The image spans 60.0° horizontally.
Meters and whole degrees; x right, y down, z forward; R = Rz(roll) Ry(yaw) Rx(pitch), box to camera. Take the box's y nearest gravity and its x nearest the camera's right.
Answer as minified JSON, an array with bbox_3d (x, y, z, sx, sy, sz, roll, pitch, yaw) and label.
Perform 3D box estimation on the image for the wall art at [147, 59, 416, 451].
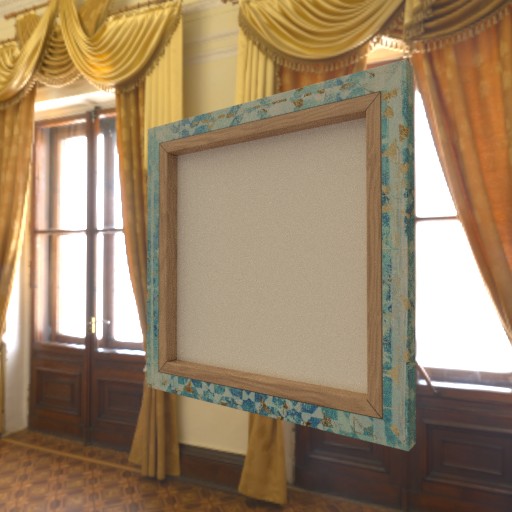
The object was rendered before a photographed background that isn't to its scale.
[{"bbox_3d":[0.000,0.000,0.881,0.609,0.609,0.040,-1,-1,36],"label":"wall art"}]
